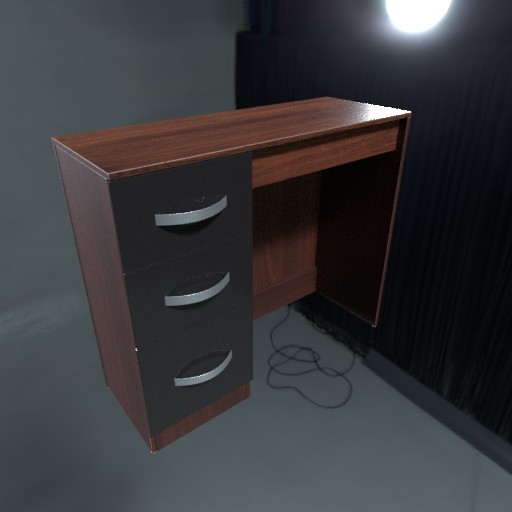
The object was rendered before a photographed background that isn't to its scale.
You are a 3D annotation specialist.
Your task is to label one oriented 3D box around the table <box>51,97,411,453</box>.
[{"bbox_3d":[0.000,0.000,1.355,0.930,0.790,0.380,-21,35,-33],"label":"table"}]
